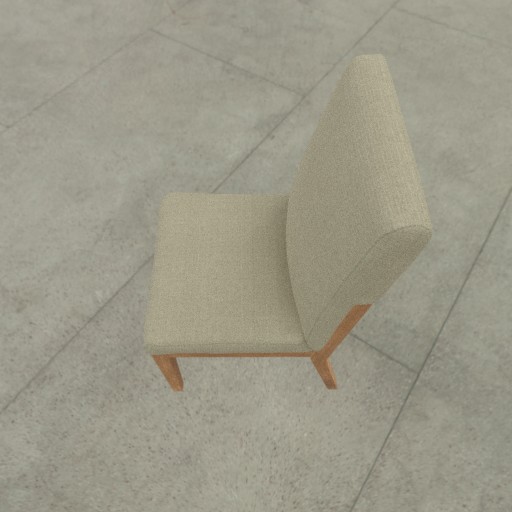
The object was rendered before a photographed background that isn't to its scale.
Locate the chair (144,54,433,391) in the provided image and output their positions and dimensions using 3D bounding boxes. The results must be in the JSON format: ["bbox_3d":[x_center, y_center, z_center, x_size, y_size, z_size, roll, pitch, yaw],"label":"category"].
[{"bbox_3d":[0.000,0.000,1.210,0.586,0.911,0.507,-1,58,0],"label":"chair"}]
